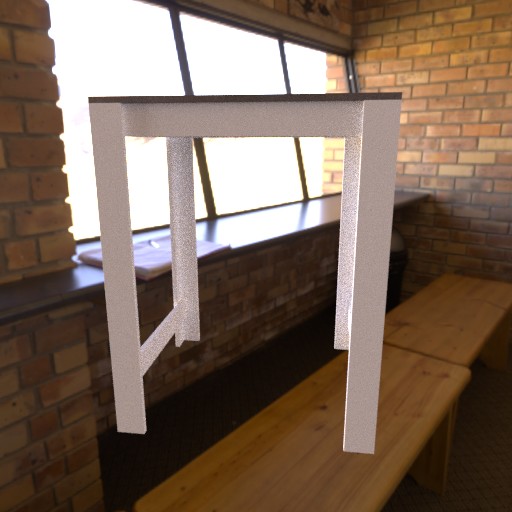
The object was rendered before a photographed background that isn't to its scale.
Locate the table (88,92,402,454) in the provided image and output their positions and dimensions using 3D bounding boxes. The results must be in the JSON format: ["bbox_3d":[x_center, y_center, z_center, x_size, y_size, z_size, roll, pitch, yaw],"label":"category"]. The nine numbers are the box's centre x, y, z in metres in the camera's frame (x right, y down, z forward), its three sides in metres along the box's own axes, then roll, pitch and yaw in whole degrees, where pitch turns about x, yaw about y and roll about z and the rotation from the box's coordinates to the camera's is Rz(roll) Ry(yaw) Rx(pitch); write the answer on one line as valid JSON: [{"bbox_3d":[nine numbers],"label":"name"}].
[{"bbox_3d":[0.000,0.000,1.577,0.800,1.020,0.700,2,15,7],"label":"table"}]
